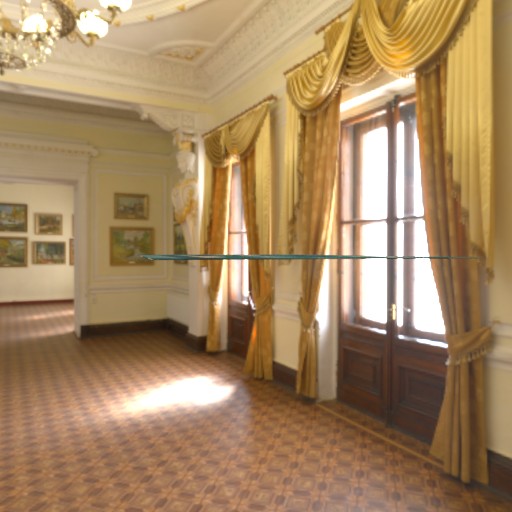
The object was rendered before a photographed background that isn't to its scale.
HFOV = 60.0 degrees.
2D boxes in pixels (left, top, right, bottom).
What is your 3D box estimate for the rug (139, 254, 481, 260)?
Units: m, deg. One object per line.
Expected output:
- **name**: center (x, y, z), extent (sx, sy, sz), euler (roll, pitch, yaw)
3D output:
- **rug**: center (0.000, 0.000, 3.037), extent (1.528, 0.005, 2.420), euler (0, 1, -16)
